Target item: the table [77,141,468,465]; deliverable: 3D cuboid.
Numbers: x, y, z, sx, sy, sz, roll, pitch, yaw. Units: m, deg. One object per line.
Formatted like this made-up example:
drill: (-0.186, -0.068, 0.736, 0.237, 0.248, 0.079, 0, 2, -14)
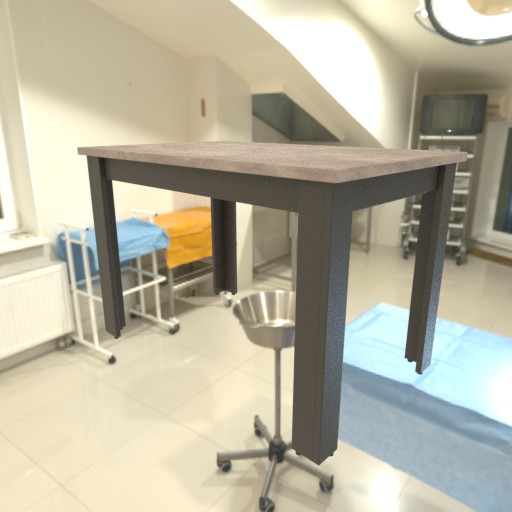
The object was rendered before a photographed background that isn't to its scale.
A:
table: (0.000, 0.000, 1.566, 1.100, 0.734, 0.700, 16, 23, 41)
